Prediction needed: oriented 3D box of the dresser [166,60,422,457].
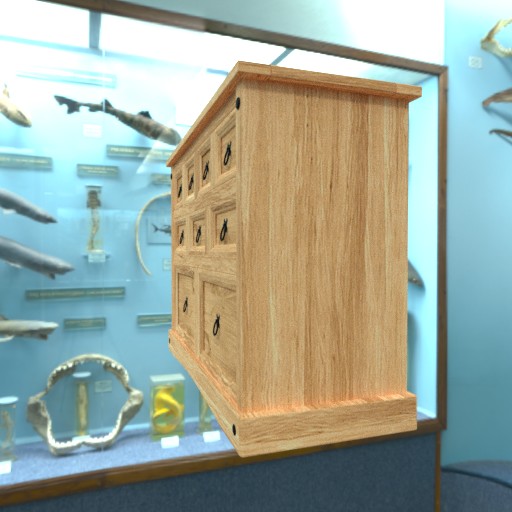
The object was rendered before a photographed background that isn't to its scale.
[{"bbox_3d":[0.000,0.000,1.350,0.410,0.740,0.990,0,1,-19],"label":"dresser"}]
